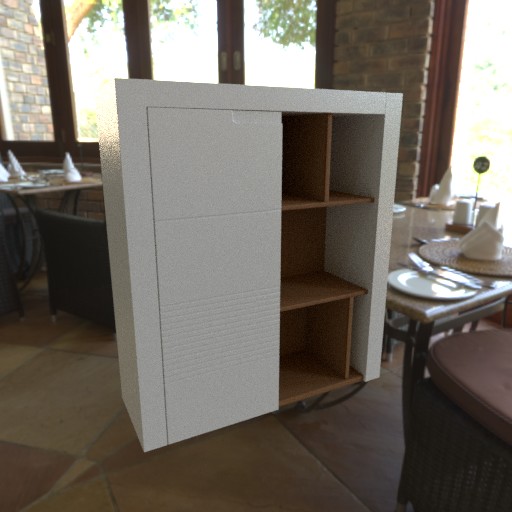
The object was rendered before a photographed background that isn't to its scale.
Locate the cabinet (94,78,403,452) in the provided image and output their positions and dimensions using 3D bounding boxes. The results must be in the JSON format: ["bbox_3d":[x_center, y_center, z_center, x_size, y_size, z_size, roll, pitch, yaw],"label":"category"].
[{"bbox_3d":[0.000,0.000,1.646,0.990,1.150,0.348,-8,17,-26],"label":"cabinet"}]
